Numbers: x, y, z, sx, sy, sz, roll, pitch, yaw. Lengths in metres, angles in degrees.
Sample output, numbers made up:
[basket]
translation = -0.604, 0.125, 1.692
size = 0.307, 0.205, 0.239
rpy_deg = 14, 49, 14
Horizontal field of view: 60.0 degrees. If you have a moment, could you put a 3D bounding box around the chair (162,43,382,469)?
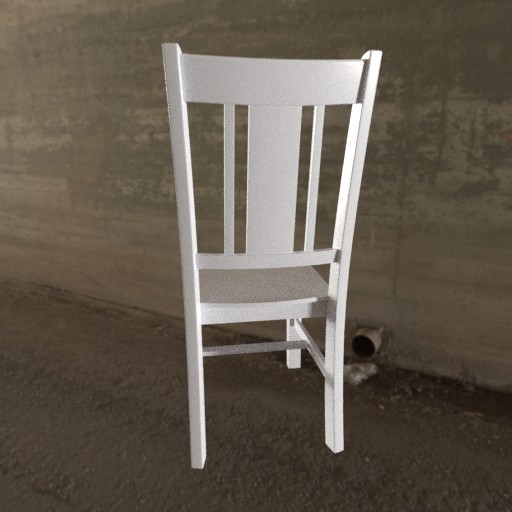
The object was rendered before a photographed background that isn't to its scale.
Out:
[chair]
translation = 0.000, 0.000, 1.256
size = 0.450, 0.998, 0.555
rpy_deg = -2, 15, -9
